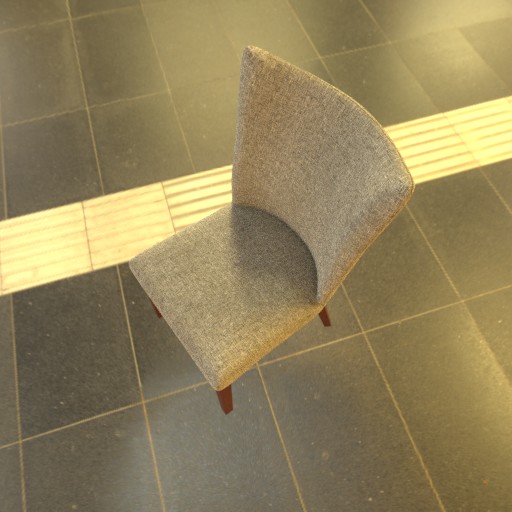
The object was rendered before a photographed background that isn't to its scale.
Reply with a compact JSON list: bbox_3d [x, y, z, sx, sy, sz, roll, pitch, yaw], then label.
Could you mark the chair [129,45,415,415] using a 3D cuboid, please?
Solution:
[{"bbox_3d":[0.000,0.000,1.296,0.623,0.924,0.535,-34,67,-17],"label":"chair"}]
